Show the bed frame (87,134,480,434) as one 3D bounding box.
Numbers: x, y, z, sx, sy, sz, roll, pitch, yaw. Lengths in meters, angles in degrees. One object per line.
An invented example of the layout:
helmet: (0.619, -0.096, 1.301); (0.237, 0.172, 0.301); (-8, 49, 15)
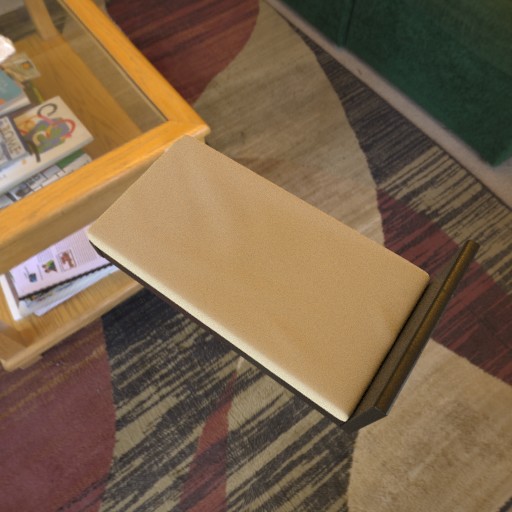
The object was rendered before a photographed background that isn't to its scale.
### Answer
bed frame: (0.000, 0.000, 2.655); (2.152, 1.046, 1.038); (33, 68, 15)
